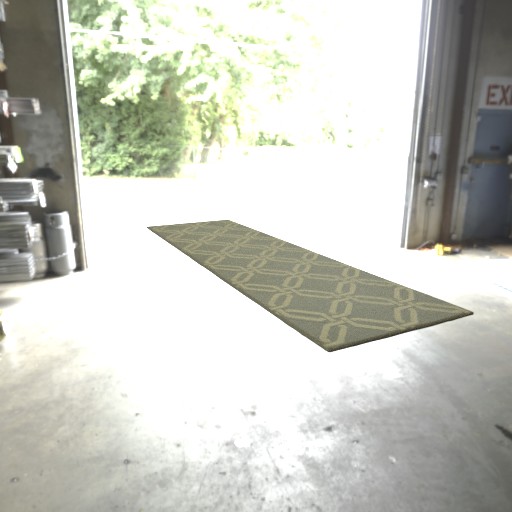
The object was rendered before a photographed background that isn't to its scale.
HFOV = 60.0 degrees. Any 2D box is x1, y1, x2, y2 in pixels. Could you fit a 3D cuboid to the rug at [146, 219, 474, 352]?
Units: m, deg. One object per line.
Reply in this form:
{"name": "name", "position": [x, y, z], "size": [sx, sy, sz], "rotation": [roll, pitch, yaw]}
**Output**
{"name": "rug", "position": [0.000, 0.000, 2.499], "size": [0.678, 0.014, 2.276], "rotation": [-8, 17, -27]}
